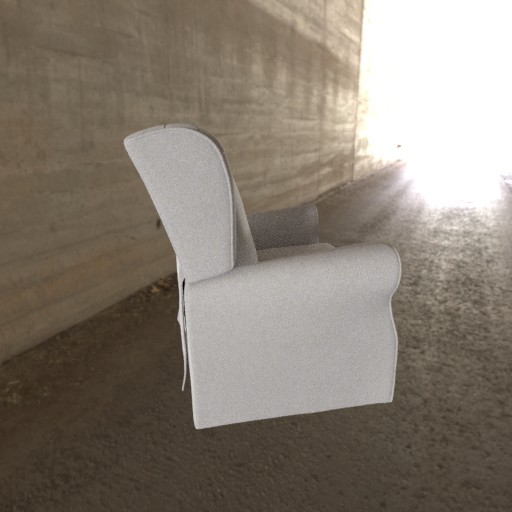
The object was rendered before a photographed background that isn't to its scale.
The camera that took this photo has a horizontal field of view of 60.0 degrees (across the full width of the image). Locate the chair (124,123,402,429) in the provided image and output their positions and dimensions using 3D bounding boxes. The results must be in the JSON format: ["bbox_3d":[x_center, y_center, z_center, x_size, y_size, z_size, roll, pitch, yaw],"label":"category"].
[{"bbox_3d":[0.000,0.000,1.703,0.854,0.967,0.906,-3,16,-11],"label":"chair"}]
